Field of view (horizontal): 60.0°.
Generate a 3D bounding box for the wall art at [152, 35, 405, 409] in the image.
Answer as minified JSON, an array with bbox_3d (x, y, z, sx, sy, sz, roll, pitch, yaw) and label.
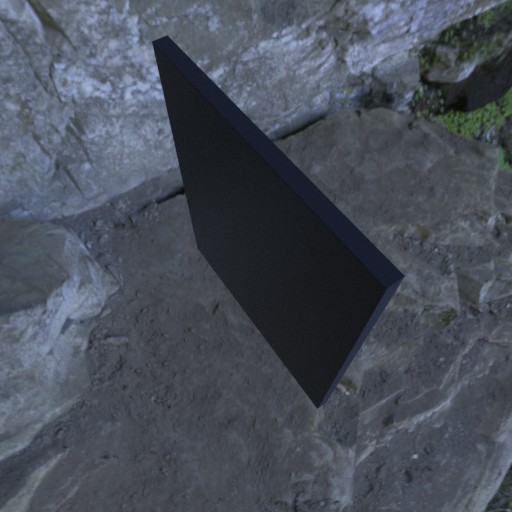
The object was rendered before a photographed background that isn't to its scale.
[{"bbox_3d":[0.000,0.000,0.696,0.023,0.505,0.428,-31,64,-17],"label":"wall art"}]
